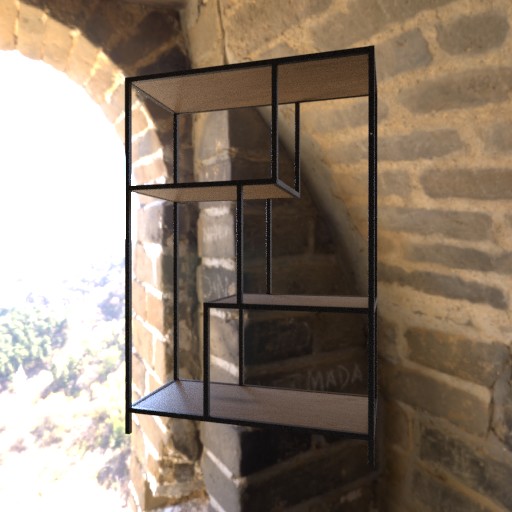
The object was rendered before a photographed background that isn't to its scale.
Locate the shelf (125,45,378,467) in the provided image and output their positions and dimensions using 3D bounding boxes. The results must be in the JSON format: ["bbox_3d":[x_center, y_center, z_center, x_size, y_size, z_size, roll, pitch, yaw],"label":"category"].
[{"bbox_3d":[0.000,0.000,1.473,0.770,1.138,0.350,0,0,17],"label":"shelf"}]
